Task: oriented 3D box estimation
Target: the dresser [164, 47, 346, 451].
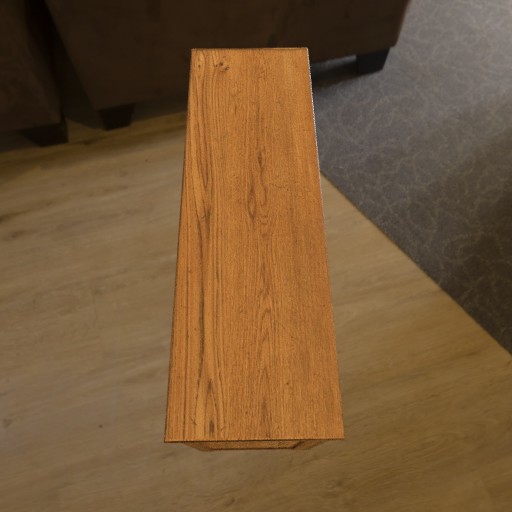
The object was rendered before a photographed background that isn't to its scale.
[{"bbox_3d":[0.000,0.000,2.071,0.563,0.932,1.657,-1,64,0],"label":"dresser"}]
